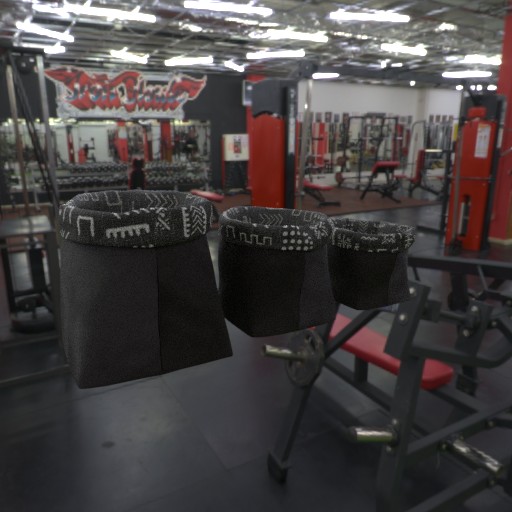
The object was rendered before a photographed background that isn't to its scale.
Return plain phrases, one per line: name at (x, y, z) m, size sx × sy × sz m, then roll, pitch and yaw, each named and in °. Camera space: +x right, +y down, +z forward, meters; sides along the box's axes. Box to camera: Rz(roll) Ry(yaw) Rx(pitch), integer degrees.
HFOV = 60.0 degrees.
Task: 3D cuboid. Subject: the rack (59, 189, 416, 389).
rack at (0.000, 0.000, 1.093) m, size 0.905 × 0.323 × 0.379 m, roll -8°, pitch 17°, yaw -26°
